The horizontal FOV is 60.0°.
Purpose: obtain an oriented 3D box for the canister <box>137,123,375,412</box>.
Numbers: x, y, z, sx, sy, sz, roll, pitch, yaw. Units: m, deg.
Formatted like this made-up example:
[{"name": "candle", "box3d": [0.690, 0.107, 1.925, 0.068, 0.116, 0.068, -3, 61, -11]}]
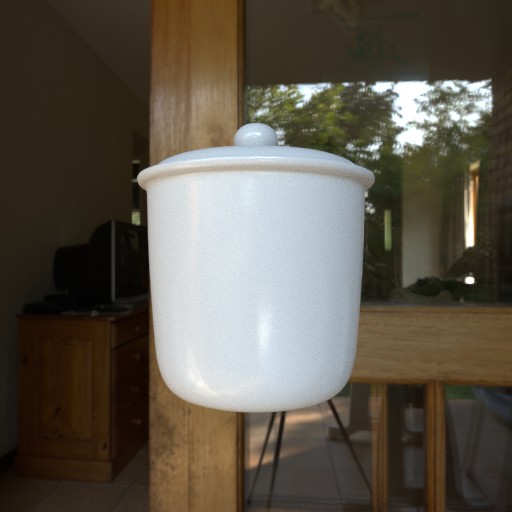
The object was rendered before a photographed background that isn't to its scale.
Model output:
[{"name": "canister", "box3d": [0.000, 0.000, 0.351, 0.182, 0.208, 0.182, 0, 0, 0]}]
